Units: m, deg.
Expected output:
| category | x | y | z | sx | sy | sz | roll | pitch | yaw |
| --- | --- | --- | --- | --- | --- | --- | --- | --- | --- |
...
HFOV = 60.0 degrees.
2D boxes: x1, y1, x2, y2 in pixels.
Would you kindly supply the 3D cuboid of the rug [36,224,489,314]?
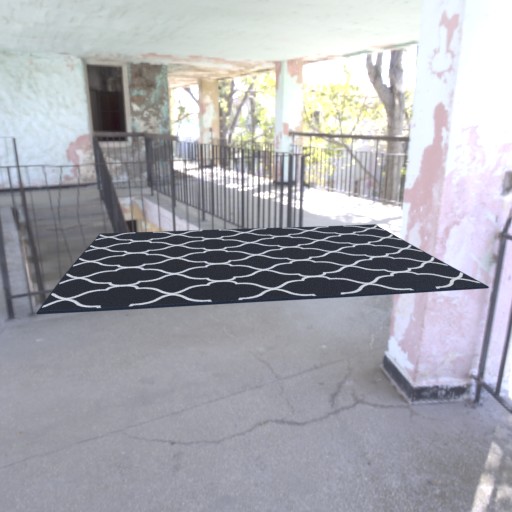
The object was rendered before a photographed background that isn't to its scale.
| category | x | y | z | sx | sy | sz | roll | pitch | yaw |
| --- | --- | --- | --- | --- | --- | --- | --- | --- | --- |
| rug | 0.000 | 0.000 | 2.914 | 2.290 | 0.014 | 1.526 | -2 | 17 | -8 |
